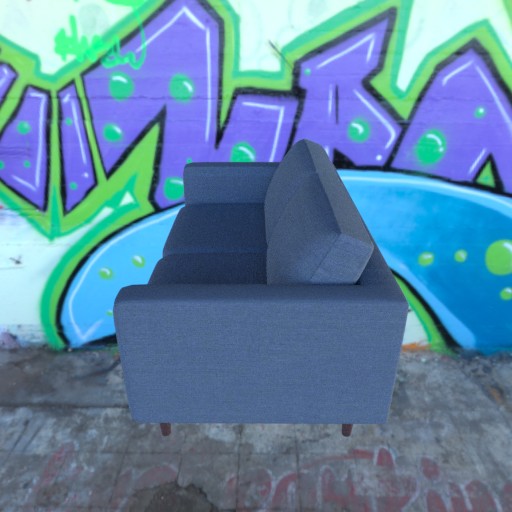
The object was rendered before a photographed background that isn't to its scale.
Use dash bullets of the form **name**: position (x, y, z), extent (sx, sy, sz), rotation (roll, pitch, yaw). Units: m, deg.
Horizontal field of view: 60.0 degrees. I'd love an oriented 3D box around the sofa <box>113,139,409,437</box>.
- **sofa**: position (0.000, 0.000, 2.273), extent (0.999, 0.907, 1.659), rotation (0, 27, 0)
